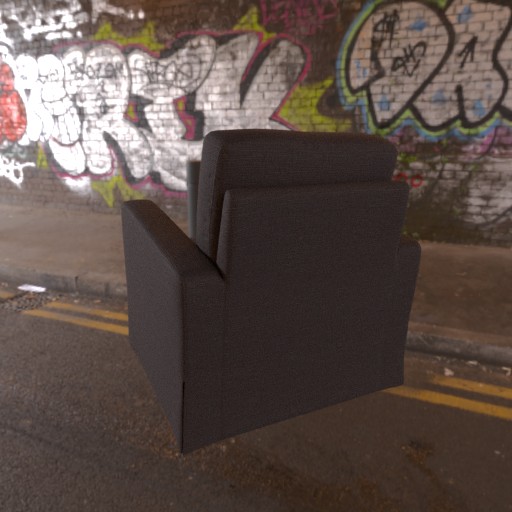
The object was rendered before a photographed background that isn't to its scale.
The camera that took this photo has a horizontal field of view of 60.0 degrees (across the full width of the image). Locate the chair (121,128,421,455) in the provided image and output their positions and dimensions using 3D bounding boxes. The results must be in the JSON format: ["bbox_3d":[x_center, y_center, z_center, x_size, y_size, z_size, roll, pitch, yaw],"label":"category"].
[{"bbox_3d":[0.000,0.000,1.558,0.798,0.855,0.863,-7,17,-25],"label":"chair"}]
